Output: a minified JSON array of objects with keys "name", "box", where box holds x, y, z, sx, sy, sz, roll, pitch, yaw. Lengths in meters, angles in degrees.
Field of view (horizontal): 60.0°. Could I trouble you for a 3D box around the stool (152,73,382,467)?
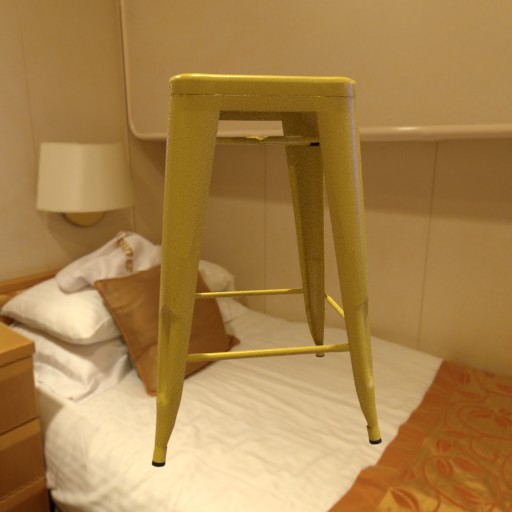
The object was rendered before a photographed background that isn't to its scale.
[{"name":"stool","box":[0.000,0.000,0.843,0.399,0.609,0.359,-2,14,-9]}]
